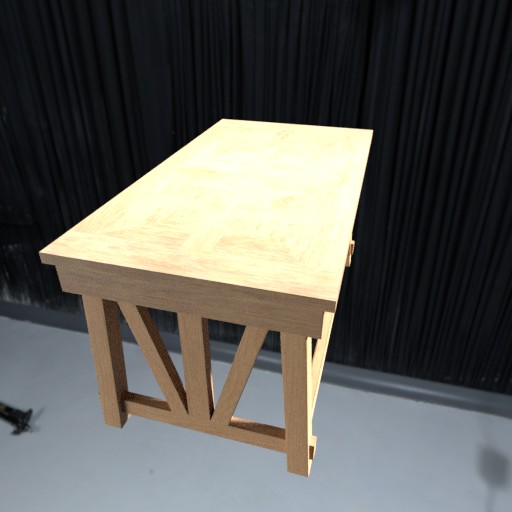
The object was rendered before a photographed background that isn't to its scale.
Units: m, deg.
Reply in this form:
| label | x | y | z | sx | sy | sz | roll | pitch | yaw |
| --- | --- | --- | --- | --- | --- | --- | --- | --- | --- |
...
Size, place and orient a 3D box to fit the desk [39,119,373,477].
| label | x | y | z | sx | sy | sz | roll | pitch | yaw |
| --- | --- | --- | --- | --- | --- | --- | --- | --- | --- |
| desk | 0.000 | 0.000 | 1.934 | 0.813 | 0.762 | 1.499 | 8 | 32 | 14 |
